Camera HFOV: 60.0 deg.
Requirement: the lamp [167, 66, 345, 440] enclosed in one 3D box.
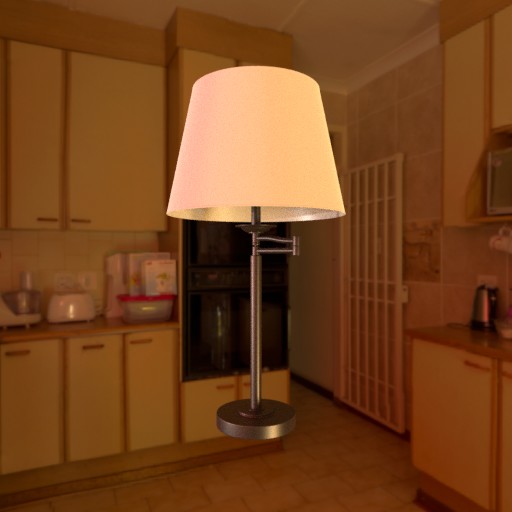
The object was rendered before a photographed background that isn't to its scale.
[{"bbox_3d":[0.000,0.000,0.918,0.363,0.696,0.363,0,0,0],"label":"lamp"}]
